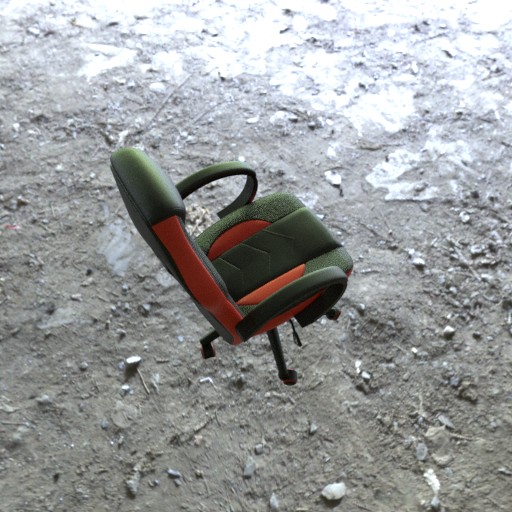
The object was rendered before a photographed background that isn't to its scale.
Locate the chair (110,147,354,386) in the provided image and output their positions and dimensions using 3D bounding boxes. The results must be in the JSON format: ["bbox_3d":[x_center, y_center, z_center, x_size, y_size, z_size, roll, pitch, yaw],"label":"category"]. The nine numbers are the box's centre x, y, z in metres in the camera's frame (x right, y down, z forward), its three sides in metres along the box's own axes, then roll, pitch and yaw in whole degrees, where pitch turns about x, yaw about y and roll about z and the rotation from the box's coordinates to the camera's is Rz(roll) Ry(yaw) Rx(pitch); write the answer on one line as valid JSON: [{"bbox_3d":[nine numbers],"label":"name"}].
[{"bbox_3d":[0.000,0.000,1.411,0.642,1.016,0.600,-28,61,-17],"label":"chair"}]
